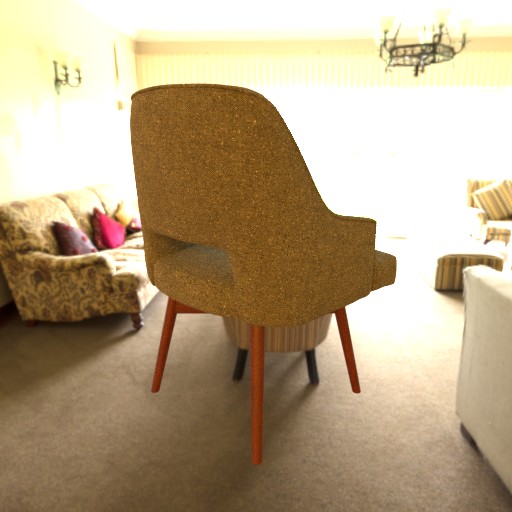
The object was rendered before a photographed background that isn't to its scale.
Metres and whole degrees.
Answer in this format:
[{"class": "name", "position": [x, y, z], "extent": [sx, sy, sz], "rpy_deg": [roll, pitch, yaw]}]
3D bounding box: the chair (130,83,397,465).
[{"class": "chair", "position": [0.000, 0.000, 1.279], "extent": [0.608, 0.875, 0.629], "rpy_deg": [14, 20, 43]}]
